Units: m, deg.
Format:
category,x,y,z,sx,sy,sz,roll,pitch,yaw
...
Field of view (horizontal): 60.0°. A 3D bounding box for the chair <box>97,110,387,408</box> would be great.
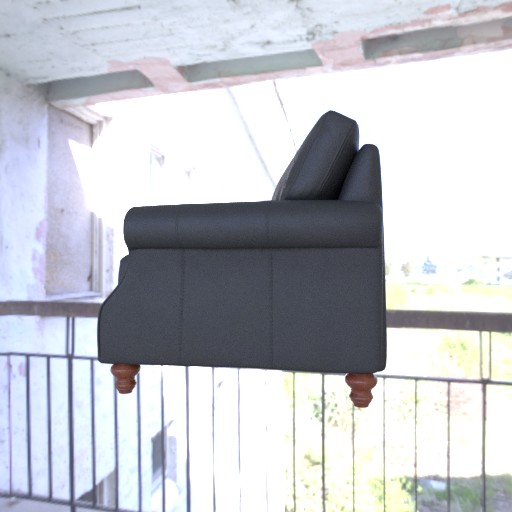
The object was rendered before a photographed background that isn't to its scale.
category,x,y,z,sx,sy,sz,roll,pitch,yaw
chair,0.000,0.000,1.832,1.027,0.960,1.015,0,-1,16
